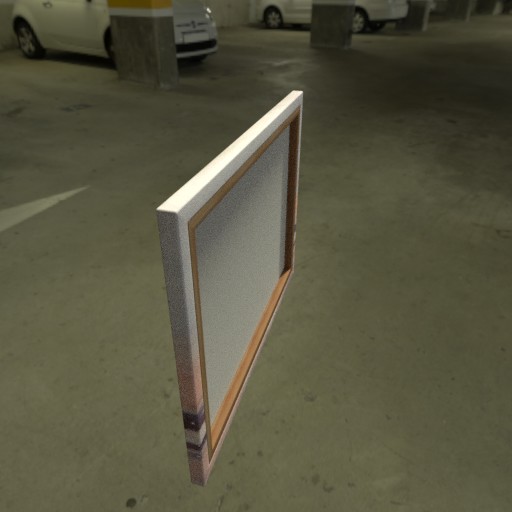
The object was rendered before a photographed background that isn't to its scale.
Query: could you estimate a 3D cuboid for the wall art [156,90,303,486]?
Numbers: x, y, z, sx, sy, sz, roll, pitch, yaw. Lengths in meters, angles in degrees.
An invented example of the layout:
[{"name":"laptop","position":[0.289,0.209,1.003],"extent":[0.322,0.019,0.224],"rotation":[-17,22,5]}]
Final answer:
[{"name":"wall art","position":[0.000,0.000,1.333],"extent":[0.038,0.763,1.015],"rotation":[9,32,14]}]
